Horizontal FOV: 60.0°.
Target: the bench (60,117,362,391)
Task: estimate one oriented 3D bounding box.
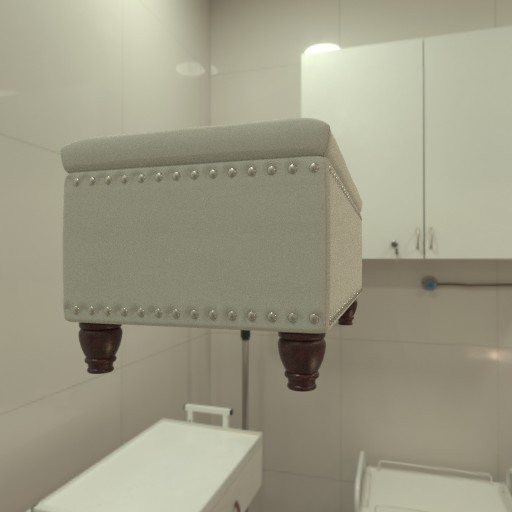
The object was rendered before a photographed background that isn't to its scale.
[{"bbox_3d":[0.000,0.000,1.168,0.500,0.449,0.887,0,-1,17],"label":"bench"}]
